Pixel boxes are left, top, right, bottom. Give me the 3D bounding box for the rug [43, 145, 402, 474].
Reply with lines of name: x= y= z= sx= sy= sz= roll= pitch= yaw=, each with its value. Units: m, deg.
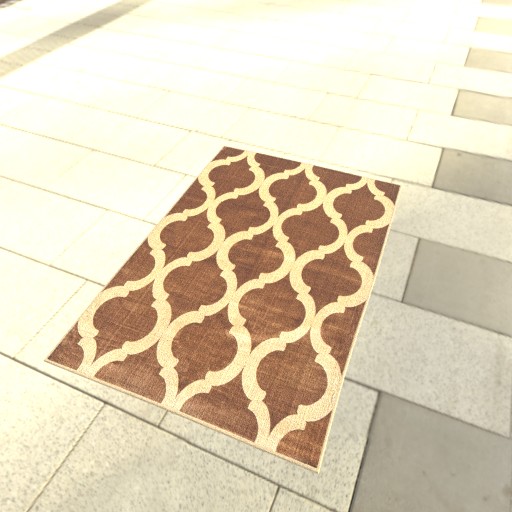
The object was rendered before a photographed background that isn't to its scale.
rug: x=0.000 y=0.000 z=2.893 sx=1.526 sy=0.014 sz=2.290 roll=16 pitch=48 yaw=15
